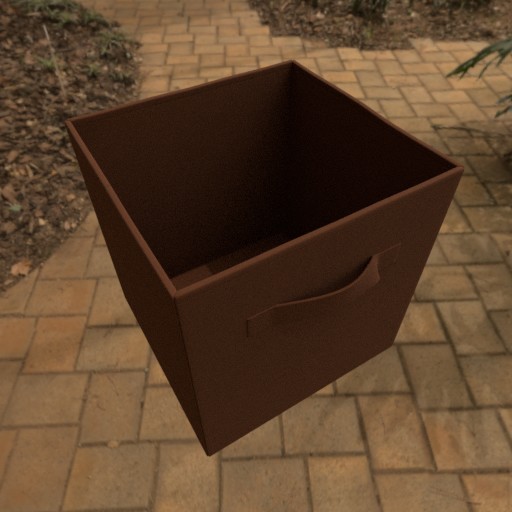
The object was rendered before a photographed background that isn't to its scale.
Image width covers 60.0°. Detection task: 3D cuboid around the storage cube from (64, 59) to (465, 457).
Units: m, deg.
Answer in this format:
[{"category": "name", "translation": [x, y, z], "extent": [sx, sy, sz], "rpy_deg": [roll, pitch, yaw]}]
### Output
[{"category": "storage cube", "translation": [0.000, 0.000, 0.490], "extent": [0.270, 0.280, 0.270], "rpy_deg": [-24, 51, -21]}]
